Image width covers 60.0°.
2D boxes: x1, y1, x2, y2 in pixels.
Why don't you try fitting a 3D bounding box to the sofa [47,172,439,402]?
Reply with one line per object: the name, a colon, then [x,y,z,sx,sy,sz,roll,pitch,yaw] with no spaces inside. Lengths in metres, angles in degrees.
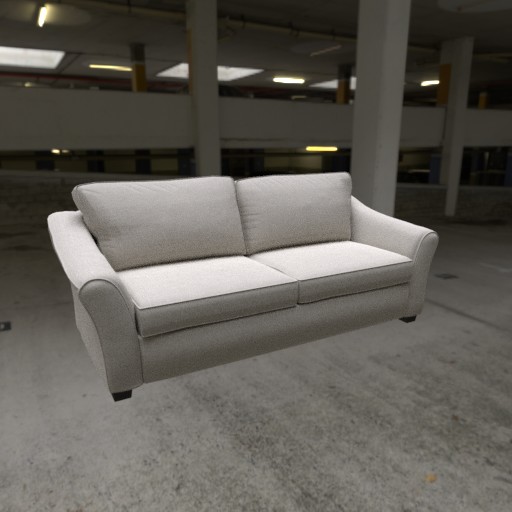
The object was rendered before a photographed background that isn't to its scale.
sofa: [0.000,0.000,2.774,2.270,0.965,0.980,-8,17,-28]
